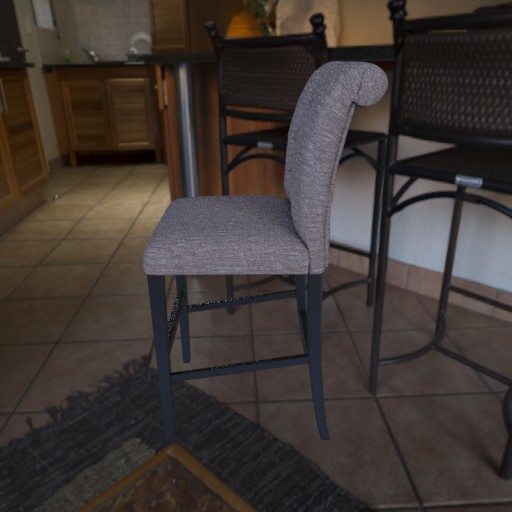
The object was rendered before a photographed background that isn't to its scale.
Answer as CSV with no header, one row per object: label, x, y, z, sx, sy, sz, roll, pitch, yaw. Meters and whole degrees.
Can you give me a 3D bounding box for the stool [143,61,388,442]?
stool,0.000,0.000,1.406,0.613,1.131,0.452,0,24,-1
